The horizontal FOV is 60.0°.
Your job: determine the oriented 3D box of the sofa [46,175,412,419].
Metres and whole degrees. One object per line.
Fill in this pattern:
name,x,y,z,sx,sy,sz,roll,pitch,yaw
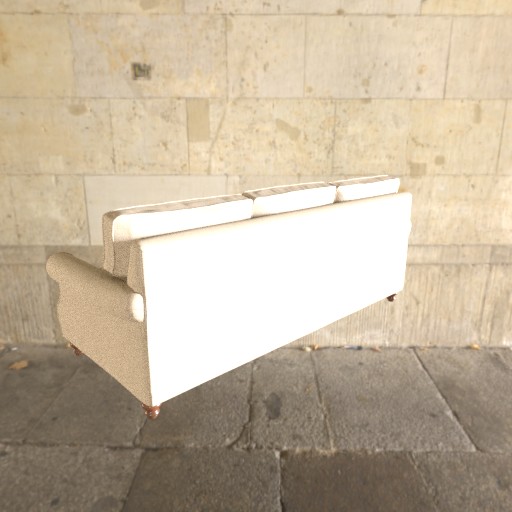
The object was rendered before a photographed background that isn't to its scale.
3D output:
sofa,0.000,0.000,2.834,2.354,0.948,0.966,-15,21,-41
